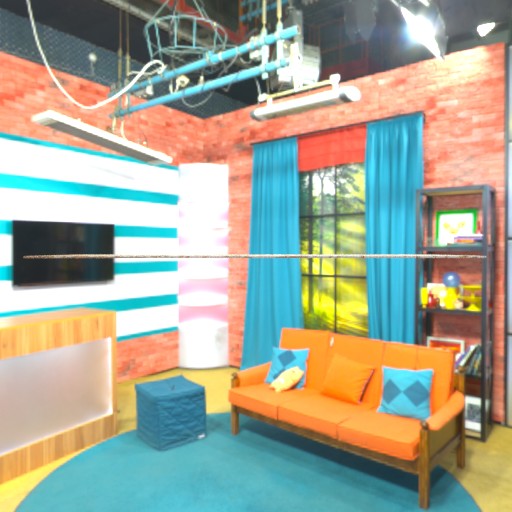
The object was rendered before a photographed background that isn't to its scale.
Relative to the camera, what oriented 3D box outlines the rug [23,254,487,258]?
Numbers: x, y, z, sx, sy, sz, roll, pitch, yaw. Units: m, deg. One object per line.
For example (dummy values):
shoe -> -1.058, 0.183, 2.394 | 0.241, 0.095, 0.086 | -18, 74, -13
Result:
rug -> 0.000, 0.000, 2.698 | 2.435, 0.011, 0.750 | 0, 1, -1
